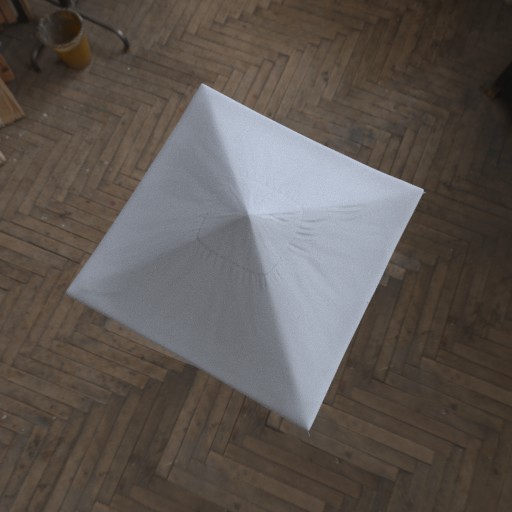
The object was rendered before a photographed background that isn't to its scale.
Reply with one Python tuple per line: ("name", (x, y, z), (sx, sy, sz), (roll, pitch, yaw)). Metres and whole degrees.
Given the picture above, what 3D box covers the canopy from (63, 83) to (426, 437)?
("canopy", (0.000, 0.000, 5.498), (3.121, 2.997, 3.043), (28, 78, 7))
